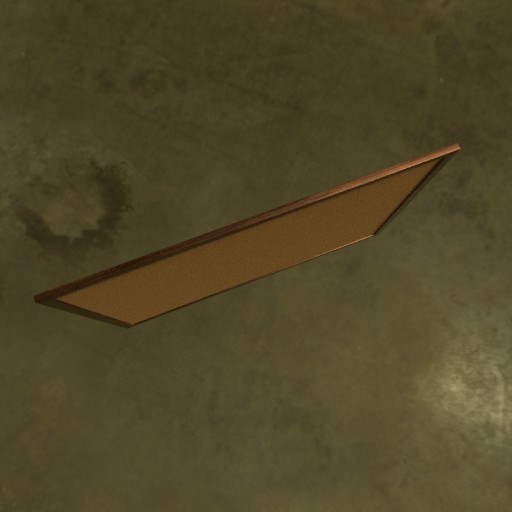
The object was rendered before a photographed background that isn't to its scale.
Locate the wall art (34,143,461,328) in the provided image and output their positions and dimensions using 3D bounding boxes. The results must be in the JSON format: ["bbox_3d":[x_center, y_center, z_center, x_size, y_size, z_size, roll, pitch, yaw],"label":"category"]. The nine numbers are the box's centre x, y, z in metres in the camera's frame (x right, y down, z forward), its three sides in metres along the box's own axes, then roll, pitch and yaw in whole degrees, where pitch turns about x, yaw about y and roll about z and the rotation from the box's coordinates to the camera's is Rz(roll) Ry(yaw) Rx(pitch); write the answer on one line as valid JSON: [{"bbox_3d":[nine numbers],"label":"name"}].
[{"bbox_3d":[0.000,0.000,1.068,0.816,0.559,0.014,-20,77,-5],"label":"wall art"}]
